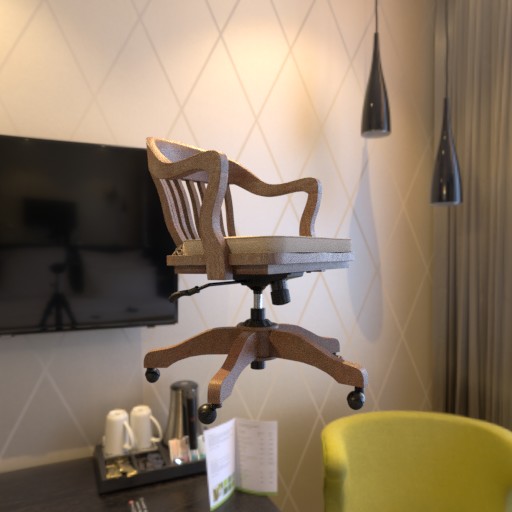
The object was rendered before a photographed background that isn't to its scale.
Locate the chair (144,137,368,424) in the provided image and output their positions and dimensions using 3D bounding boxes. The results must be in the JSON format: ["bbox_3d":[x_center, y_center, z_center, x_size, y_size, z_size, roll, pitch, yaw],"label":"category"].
[{"bbox_3d":[0.000,0.000,1.502,0.788,0.878,0.750,1,1,36],"label":"chair"}]
